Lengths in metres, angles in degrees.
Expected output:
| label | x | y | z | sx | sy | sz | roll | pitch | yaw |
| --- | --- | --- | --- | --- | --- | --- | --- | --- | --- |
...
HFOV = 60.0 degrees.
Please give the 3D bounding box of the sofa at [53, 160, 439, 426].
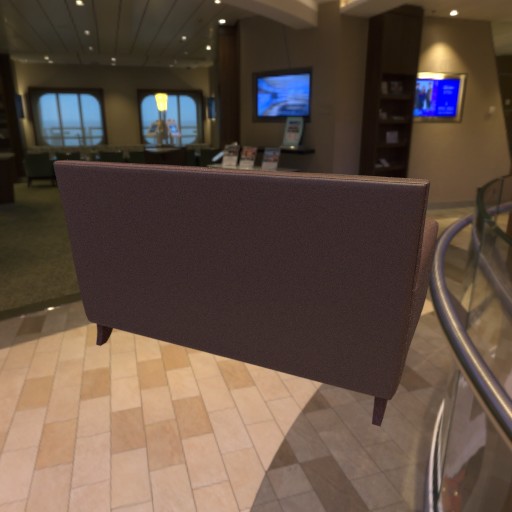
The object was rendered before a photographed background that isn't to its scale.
| label | x | y | z | sx | sy | sz | roll | pitch | yaw |
| --- | --- | --- | --- | --- | --- | --- | --- | --- | --- |
| sofa | 0.000 | 0.000 | 2.011 | 1.468 | 0.859 | 0.853 | 8 | 19 | 25 |
